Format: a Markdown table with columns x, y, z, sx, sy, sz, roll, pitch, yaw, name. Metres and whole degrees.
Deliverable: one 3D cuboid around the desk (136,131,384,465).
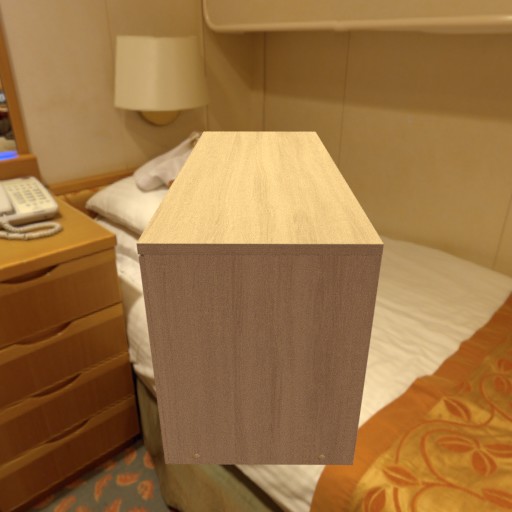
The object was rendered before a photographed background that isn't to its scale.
| x | y | z | sx | sy | sz | roll | pitch | yaw | name |
| --- | --- | --- | --- | --- | --- | --- | --- | --- | --- |
| 0.000 | 0.000 | 1.808 | 0.600 | 0.740 | 1.390 | 0 | 26 | 0 | desk |
